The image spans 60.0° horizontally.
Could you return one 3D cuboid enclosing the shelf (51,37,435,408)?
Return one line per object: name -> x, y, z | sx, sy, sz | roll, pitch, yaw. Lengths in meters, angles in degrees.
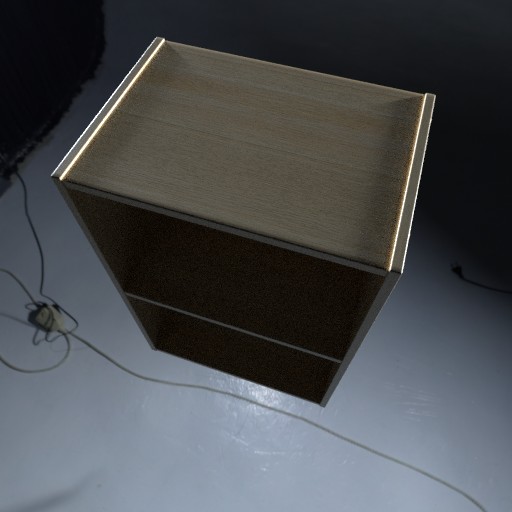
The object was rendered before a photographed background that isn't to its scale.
shelf -> 0.000, 0.000, 0.808 | 0.414, 0.592, 0.290 | 16, 60, 10
